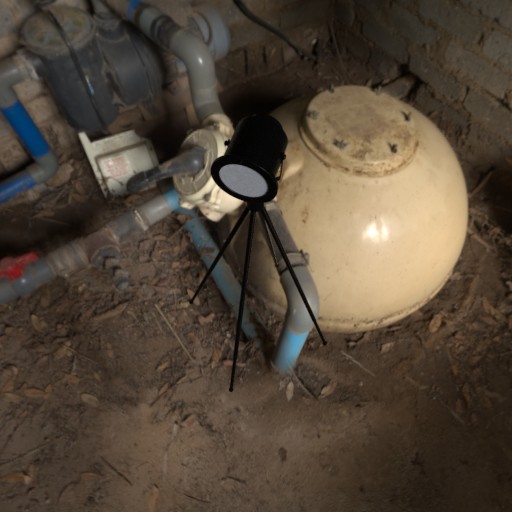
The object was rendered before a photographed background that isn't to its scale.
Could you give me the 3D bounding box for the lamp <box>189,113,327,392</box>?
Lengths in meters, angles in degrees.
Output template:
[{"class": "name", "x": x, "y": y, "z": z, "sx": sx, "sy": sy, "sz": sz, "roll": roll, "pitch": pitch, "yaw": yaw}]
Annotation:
[{"class": "lamp", "x": 0.000, "y": 0.000, "z": 2.067, "sx": 0.879, "sy": 1.504, "sz": 0.884, "roll": 16, "pitch": 58, "yaw": 10}]
